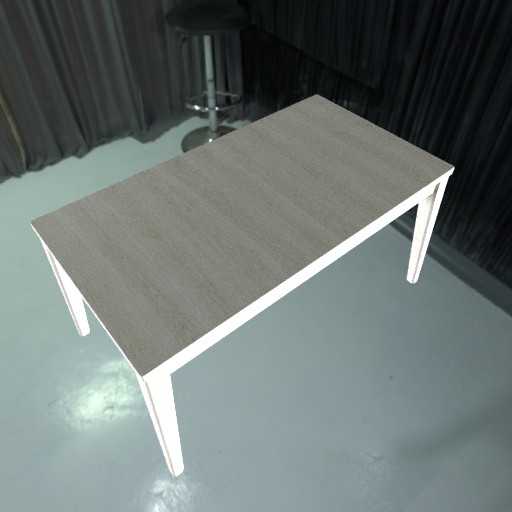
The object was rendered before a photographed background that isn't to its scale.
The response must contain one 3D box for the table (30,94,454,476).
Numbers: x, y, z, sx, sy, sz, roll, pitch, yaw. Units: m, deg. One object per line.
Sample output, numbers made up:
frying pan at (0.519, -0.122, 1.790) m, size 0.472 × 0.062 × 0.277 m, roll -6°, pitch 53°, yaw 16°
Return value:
table at (0.000, 0.000, 2.076) m, size 1.600 × 0.760 × 0.900 m, roll -32°, pitch 55°, yaw -26°
